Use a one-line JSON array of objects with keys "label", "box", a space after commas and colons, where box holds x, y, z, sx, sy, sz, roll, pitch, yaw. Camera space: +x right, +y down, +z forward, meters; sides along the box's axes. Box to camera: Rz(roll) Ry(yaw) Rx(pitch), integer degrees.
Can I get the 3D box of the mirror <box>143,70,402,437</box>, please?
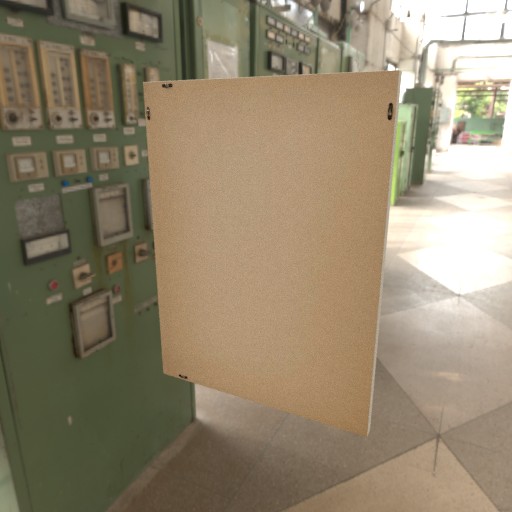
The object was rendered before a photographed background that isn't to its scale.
[{"label": "mirror", "box": [0.000, 0.000, 1.354, 0.762, 1.016, 0.041, 9, 19, 26]}]
